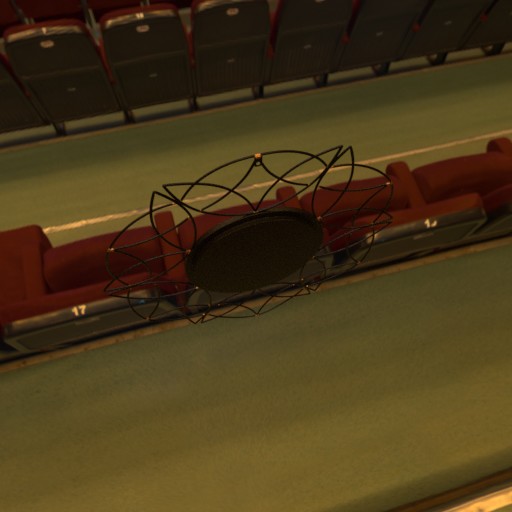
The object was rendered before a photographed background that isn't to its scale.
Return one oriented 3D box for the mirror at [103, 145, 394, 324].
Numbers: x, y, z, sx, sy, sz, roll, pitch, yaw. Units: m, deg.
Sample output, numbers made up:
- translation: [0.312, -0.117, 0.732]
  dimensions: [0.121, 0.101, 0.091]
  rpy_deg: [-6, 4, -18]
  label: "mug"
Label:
- translation: [0.000, 0.000, 1.176]
  dimensions: [0.797, 0.775, 0.028]
  rpy_deg: [-14, 60, -8]
  label: "mirror"
